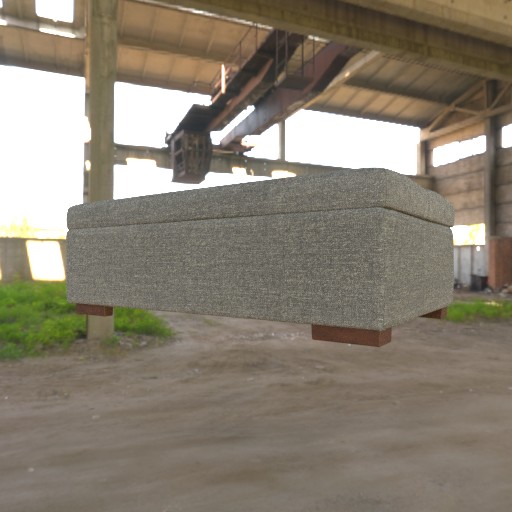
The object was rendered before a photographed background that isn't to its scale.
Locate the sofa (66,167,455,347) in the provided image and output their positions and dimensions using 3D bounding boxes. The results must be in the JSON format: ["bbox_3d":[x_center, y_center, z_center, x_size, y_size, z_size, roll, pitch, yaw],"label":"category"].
[{"bbox_3d":[0.000,0.000,1.610,1.198,0.417,0.782,-1,-1,35],"label":"sofa"}]
